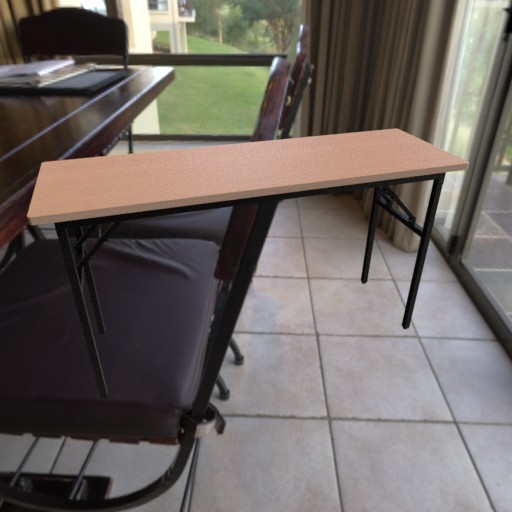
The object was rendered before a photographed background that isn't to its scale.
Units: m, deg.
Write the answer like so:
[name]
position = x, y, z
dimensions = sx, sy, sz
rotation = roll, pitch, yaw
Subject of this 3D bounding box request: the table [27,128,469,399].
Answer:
[table]
position = 0.000, 0.000, 1.711
dimensions = 1.397, 0.750, 0.447
rotation = -9, 33, -15
